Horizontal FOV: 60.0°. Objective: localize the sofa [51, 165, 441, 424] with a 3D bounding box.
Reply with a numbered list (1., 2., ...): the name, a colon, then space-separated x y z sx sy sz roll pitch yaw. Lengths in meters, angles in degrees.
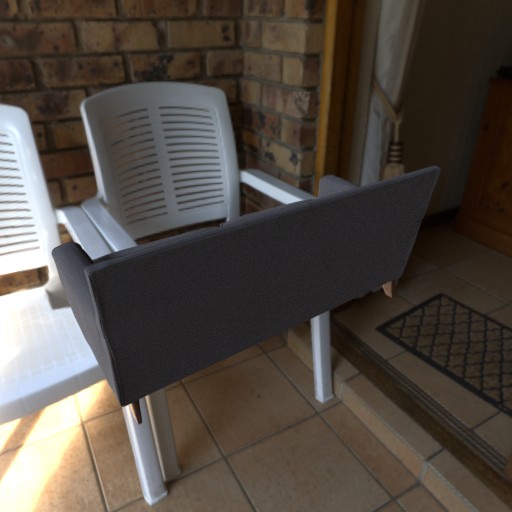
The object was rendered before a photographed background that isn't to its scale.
1. sofa: 0.000 0.000 2.513 2.002 0.907 0.843 -19 34 -31
